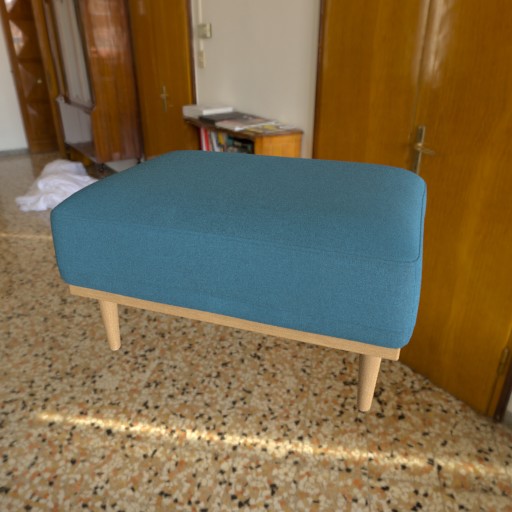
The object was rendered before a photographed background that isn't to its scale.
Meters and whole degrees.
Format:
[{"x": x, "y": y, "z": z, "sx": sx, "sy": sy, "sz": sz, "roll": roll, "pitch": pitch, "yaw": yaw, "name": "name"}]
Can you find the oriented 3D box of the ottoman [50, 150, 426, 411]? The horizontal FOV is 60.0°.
[{"x": 0.000, "y": 0.000, "z": 1.085, "sx": 0.749, "sy": 0.428, "sz": 0.549, "roll": 9, "pitch": 27, "yaw": 18, "name": "ottoman"}]
